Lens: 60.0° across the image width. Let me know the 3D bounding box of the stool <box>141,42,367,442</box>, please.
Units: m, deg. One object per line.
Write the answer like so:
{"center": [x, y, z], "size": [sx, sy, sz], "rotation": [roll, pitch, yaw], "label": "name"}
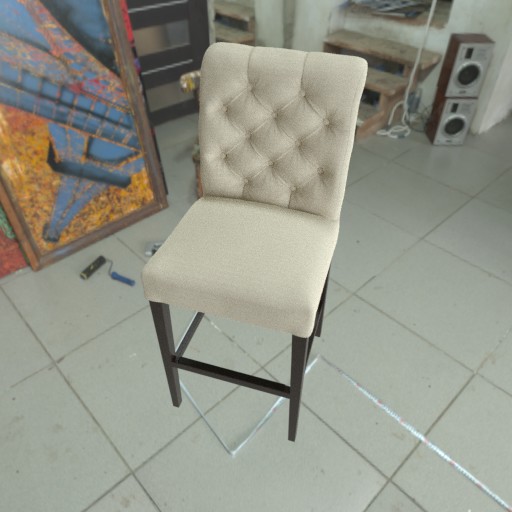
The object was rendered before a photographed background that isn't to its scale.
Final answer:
{"center": [0.000, 0.000, 1.430], "size": [0.482, 1.118, 0.610], "rotation": [12, 42, 13], "label": "stool"}
